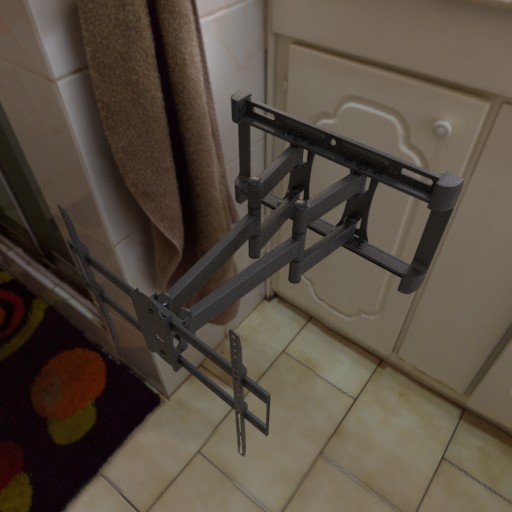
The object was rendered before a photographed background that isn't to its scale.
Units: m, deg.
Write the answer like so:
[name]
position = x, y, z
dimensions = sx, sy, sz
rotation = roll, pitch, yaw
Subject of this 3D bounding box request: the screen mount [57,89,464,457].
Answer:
[screen mount]
position = 0.000, 0.000, 0.943
dimensions = 0.571, 0.424, 0.556
rotation = 31, 54, 26
